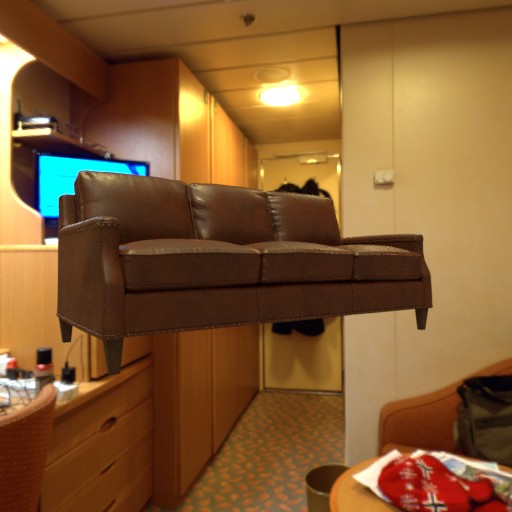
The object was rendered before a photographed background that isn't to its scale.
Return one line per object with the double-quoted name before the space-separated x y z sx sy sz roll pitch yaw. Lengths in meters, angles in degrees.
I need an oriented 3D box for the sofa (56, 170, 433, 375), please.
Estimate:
"sofa" 0.000 0.000 2.834 2.240 1.003 1.084 1 -1 -35
